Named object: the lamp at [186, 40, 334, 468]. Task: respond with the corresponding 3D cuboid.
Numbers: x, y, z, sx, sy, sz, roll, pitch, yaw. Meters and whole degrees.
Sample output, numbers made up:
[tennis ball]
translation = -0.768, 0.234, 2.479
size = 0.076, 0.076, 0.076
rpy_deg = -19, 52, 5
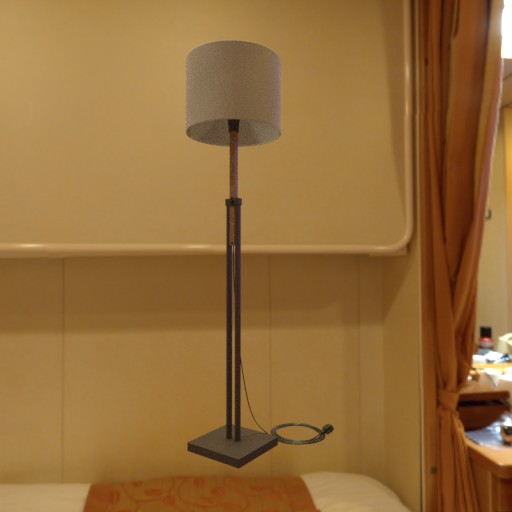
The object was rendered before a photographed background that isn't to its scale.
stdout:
[lamp]
translation = 0.000, 0.000, 1.963
size = 0.474, 1.650, 0.639
rpy_deg = -1, -1, 36
